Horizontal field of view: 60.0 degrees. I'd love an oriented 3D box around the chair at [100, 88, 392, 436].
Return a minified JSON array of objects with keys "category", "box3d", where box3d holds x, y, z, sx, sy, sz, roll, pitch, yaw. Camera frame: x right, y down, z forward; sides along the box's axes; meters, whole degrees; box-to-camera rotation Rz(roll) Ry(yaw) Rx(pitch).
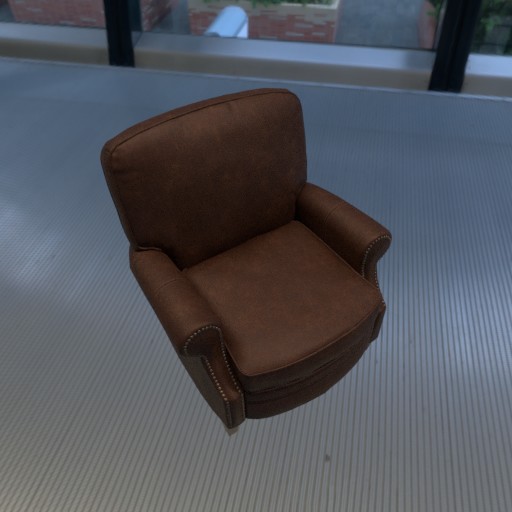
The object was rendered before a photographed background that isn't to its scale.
[{"category":"chair","box3d":[0.000,0.000,1.775,0.936,1.018,0.986,-25,51,-22]}]
